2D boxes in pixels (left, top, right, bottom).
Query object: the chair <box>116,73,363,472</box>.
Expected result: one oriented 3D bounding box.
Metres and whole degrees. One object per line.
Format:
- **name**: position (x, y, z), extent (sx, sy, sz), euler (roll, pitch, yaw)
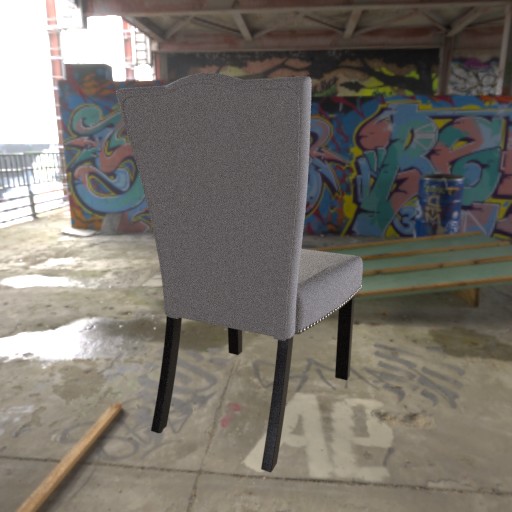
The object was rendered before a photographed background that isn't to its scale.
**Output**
- **chair**: position (0.000, 0.000, 1.313), extent (0.518, 0.946, 0.589), euler (7, 16, 25)
